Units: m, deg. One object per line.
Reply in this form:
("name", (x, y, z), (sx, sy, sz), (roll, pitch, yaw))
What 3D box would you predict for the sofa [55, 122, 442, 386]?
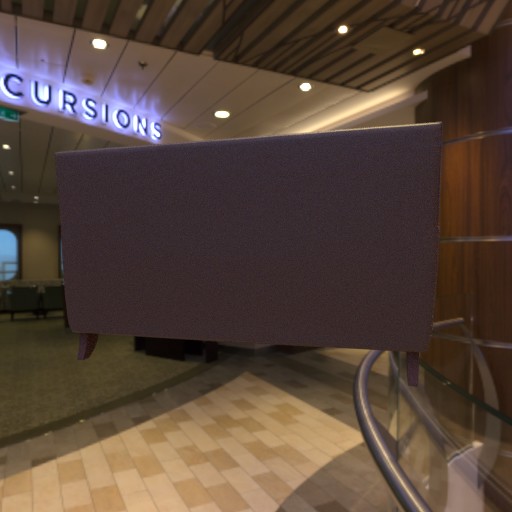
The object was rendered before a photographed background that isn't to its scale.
("sofa", (0.000, 0.000, 1.999), (1.468, 0.859, 0.853), (0, 0, 16))
